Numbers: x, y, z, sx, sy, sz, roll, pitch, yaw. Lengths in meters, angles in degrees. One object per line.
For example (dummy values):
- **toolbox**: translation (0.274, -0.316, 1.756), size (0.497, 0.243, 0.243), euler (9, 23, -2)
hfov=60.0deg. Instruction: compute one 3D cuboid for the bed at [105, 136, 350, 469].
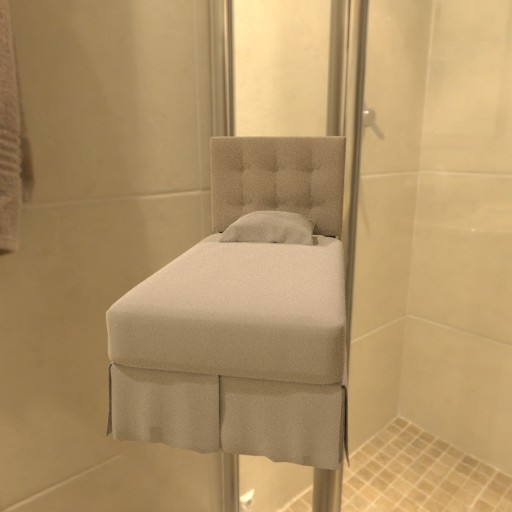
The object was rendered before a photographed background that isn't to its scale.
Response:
- **bed**: translation (0.000, 0.000, 2.947), size (1.261, 1.571, 1.997), euler (3, 14, 10)
